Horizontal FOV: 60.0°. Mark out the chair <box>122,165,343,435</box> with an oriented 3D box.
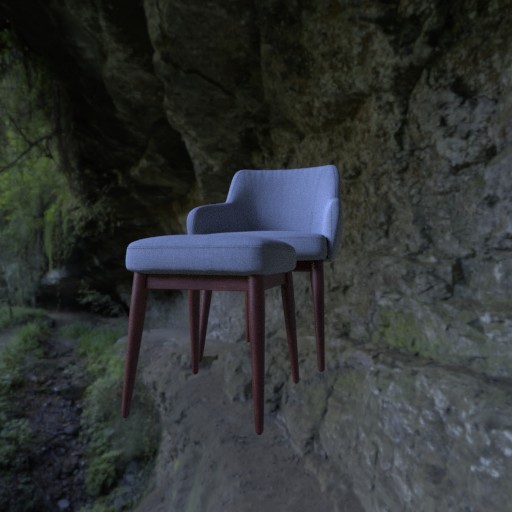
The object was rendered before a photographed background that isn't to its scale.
[{"bbox_3d":[0.000,0.000,1.571,0.584,0.799,1.107,0,1,17],"label":"chair"}]
